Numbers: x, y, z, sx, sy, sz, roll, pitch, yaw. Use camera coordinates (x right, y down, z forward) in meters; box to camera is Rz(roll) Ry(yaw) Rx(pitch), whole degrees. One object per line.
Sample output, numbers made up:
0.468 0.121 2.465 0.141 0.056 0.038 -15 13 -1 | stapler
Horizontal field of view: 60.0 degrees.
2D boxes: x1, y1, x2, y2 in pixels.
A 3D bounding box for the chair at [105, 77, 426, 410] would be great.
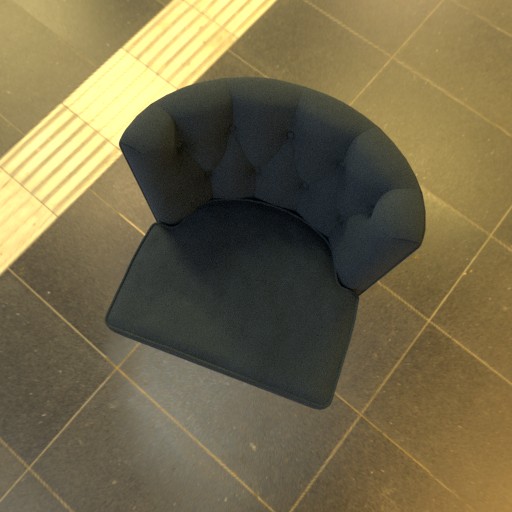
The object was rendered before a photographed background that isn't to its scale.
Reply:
0.000 0.000 1.340 0.740 0.771 0.718 19 76 5 | chair
